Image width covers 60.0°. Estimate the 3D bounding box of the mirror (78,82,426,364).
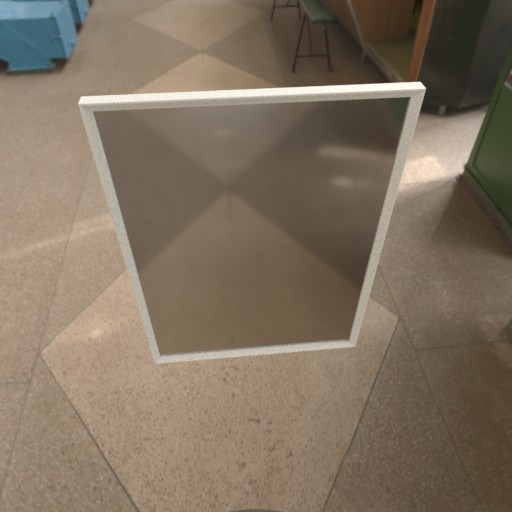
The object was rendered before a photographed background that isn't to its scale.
[{"bbox_3d":[0.000,0.000,1.335,0.762,1.016,0.041,-4,45,-4],"label":"mirror"}]
